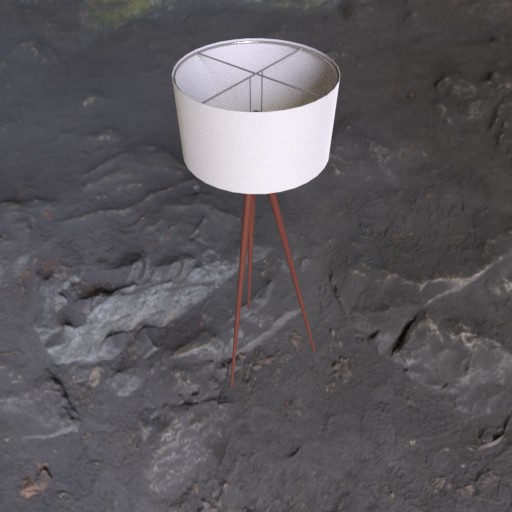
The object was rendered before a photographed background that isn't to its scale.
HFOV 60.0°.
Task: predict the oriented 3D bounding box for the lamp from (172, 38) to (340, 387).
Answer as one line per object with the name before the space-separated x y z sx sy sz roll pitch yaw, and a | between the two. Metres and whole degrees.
lamp | 0.000 0.000 1.842 0.483 1.553 0.483 30 53 25
